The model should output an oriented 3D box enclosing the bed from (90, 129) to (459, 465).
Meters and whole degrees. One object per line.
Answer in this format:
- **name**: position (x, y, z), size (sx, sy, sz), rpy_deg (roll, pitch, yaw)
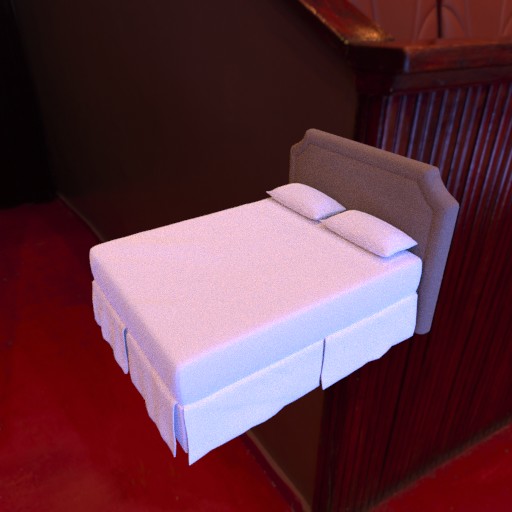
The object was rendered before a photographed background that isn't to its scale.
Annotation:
- **bed**: position (0.000, 0.000, 3.205), size (2.116, 1.290, 1.693), rpy_deg (-19, 35, -29)
